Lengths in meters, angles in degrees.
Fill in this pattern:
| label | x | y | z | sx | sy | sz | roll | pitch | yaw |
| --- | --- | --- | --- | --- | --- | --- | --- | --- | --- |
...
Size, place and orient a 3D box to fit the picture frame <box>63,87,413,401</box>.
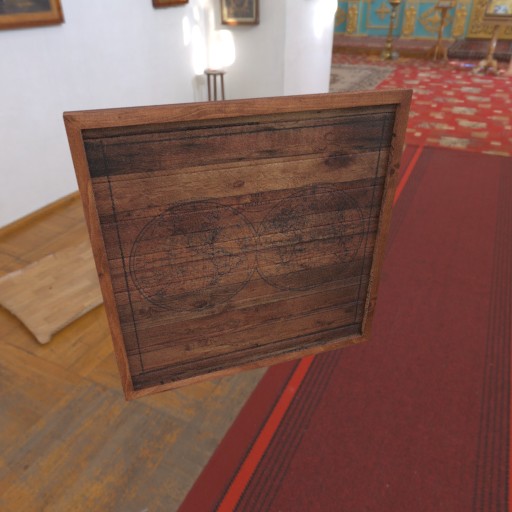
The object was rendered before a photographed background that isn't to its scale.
| label | x | y | z | sx | sy | sz | roll | pitch | yaw |
| --- | --- | --- | --- | --- | --- | --- | --- | --- | --- |
| picture frame | 0.000 | 0.000 | 1.200 | 0.810 | 0.817 | 0.029 | -10 | 32 | -16 |
